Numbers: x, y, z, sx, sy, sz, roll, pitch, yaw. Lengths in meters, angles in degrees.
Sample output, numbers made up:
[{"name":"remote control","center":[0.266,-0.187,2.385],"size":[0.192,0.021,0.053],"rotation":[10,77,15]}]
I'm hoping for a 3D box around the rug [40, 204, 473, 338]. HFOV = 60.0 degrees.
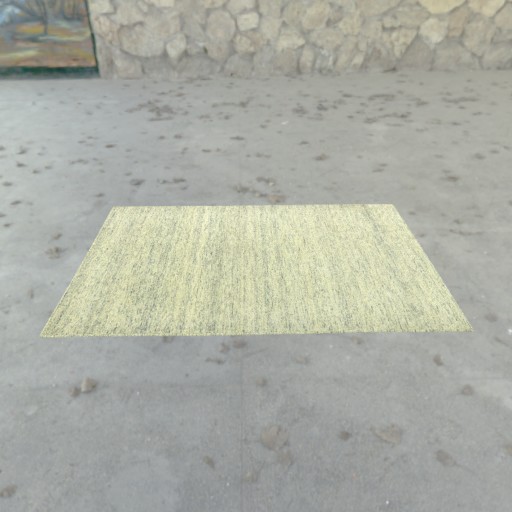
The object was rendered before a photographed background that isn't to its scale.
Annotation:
[{"name":"rug","center":[0.000,0.000,2.399],"size":[1.846,0.014,1.243],"rotation":[-1,32,-1]}]
